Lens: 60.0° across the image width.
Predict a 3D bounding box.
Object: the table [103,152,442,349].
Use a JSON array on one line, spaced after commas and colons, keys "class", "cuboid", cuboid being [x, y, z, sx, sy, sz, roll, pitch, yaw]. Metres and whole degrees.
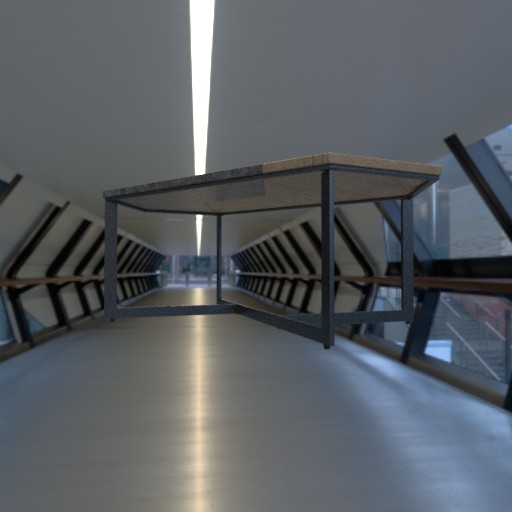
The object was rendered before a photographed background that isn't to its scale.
[{"class": "table", "cuboid": [0.000, 0.000, 1.524, 1.219, 0.457, 0.609, -1, -1, 37]}]
